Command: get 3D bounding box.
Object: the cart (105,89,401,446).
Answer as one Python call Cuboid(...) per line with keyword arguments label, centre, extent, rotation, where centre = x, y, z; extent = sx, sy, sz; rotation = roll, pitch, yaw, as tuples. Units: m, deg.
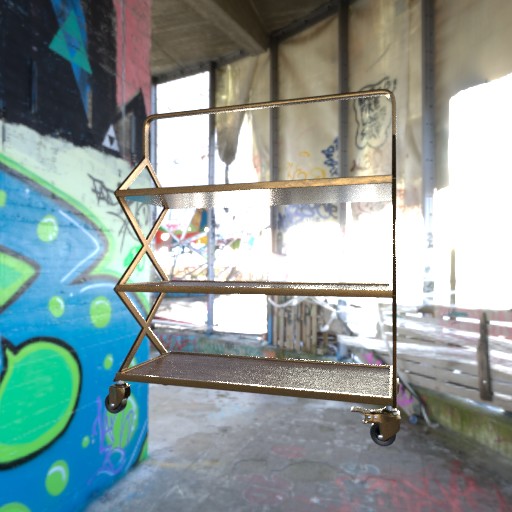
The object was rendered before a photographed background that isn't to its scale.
Cuboid(label="cart", centre=(0.000, 0.000, 1.171), extent=(0.723, 0.805, 0.313), rotation=(0, -1, 17))
